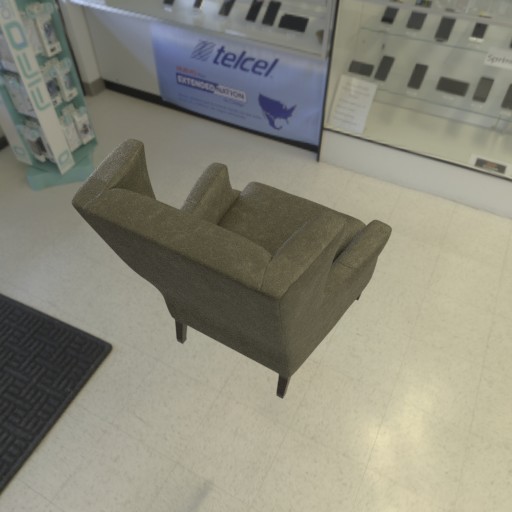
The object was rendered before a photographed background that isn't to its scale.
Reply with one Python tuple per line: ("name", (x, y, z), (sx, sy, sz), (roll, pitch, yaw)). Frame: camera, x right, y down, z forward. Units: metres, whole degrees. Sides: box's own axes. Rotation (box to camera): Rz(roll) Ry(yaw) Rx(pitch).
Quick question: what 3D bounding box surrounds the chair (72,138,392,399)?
("chair", (0.000, 0.000, 1.736), (0.853, 1.016, 0.926), (23, 52, 20))
